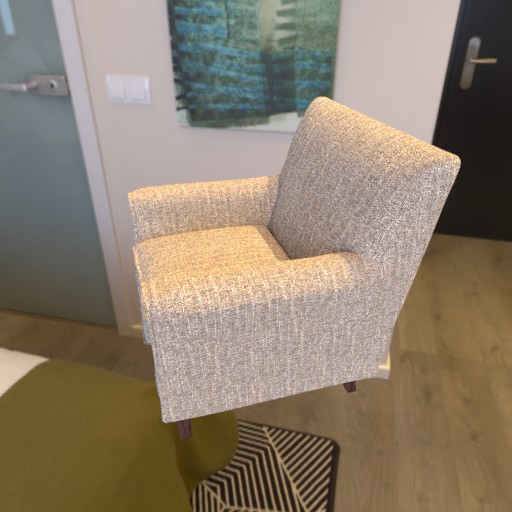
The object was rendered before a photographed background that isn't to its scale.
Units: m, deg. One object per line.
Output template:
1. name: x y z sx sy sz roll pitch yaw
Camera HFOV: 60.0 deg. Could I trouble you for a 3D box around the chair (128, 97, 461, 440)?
1. chair: 0.000 0.000 1.628 0.873 0.928 0.864 -9 32 -15
